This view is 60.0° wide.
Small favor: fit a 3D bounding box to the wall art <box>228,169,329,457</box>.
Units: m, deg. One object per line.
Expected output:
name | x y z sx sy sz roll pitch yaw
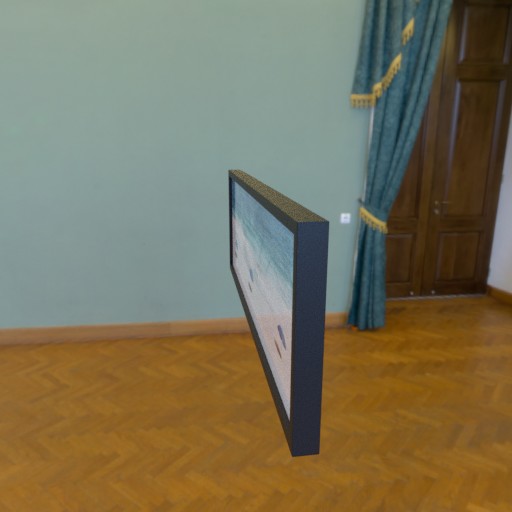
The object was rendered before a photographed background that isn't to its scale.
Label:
wall art | 0.000 0.000 0.939 0.037 0.303 0.860 -2 15 -8
